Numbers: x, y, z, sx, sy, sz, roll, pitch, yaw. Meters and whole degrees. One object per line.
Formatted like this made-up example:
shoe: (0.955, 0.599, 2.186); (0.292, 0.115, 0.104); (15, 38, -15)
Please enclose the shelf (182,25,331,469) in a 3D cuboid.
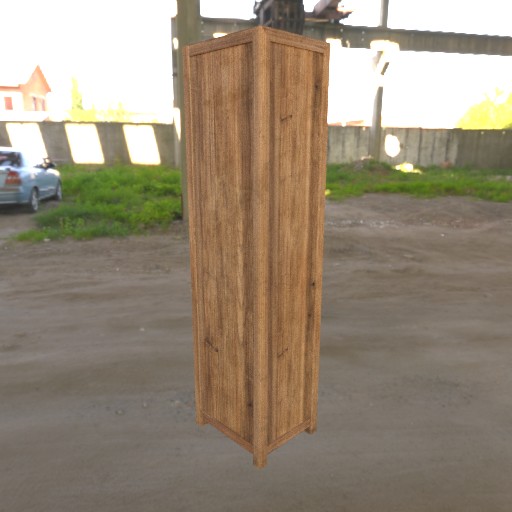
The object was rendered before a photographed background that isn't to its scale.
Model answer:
shelf: (0.000, 0.000, 2.164); (0.428, 1.900, 0.500); (-13, 19, -42)
